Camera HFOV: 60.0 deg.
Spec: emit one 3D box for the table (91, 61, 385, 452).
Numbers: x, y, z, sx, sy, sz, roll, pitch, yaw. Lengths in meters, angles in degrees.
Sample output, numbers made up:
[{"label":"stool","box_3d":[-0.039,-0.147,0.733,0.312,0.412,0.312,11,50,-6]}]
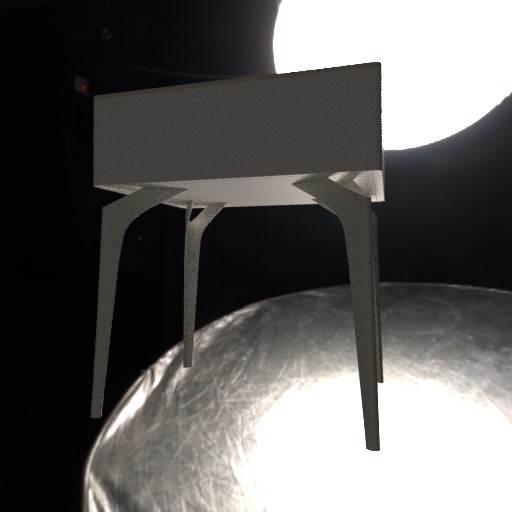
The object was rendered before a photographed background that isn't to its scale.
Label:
[{"label":"table","box_3d":[0.000,0.000,0.903,0.500,0.570,0.400,0,0,17]}]
